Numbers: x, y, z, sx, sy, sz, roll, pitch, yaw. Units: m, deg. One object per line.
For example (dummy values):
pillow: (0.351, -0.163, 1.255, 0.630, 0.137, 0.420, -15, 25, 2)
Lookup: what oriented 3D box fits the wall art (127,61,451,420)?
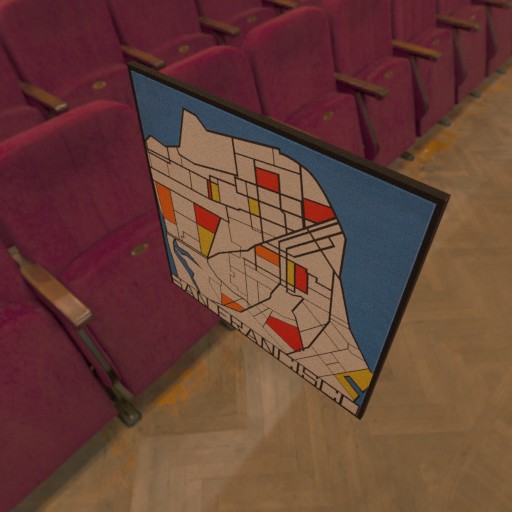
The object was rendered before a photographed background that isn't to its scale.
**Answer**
wall art: (0.000, 0.000, 0.669, 0.458, 0.457, 0.013, 32, 54, 27)
